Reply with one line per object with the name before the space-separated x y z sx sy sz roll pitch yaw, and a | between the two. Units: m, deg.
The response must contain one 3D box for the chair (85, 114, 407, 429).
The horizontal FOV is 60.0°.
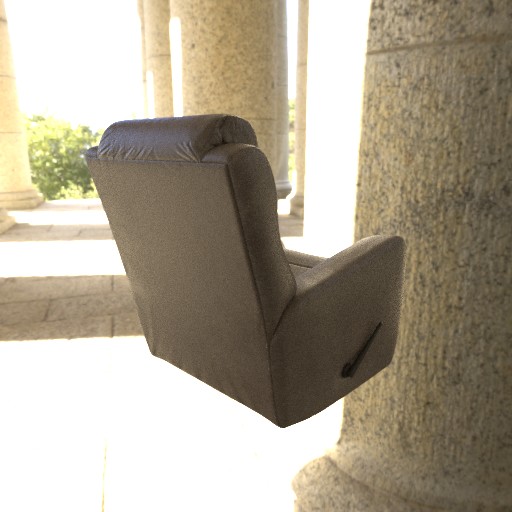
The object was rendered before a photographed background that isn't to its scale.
chair | 0.000 0.000 1.914 0.967 1.116 1.068 13 19 42
